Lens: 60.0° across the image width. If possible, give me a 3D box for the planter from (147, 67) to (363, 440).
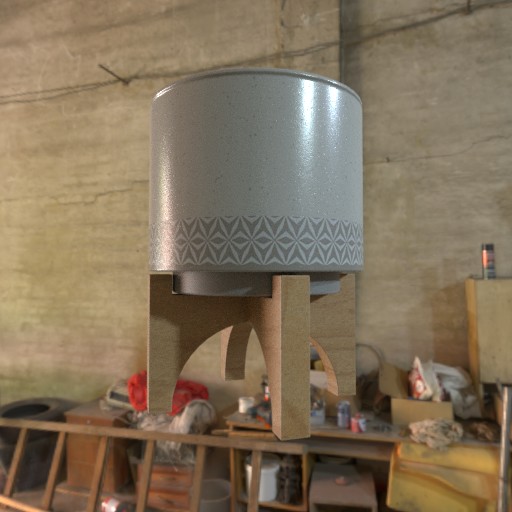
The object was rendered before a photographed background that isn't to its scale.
[{"bbox_3d":[0.000,0.000,0.275,0.130,0.178,0.130,0,-2,0],"label":"planter"}]
